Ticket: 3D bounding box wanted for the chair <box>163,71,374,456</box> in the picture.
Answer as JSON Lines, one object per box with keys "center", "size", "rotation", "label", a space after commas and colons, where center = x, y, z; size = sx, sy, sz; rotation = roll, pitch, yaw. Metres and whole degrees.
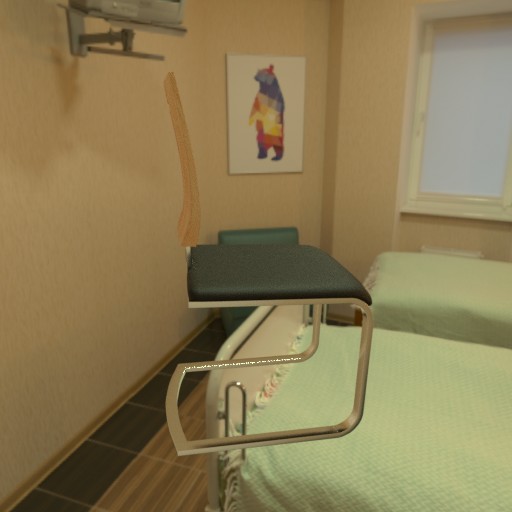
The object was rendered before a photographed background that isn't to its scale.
{"center": [0.000, 0.000, 1.272], "size": [0.560, 0.936, 0.462], "rotation": [-3, 17, -9], "label": "chair"}
